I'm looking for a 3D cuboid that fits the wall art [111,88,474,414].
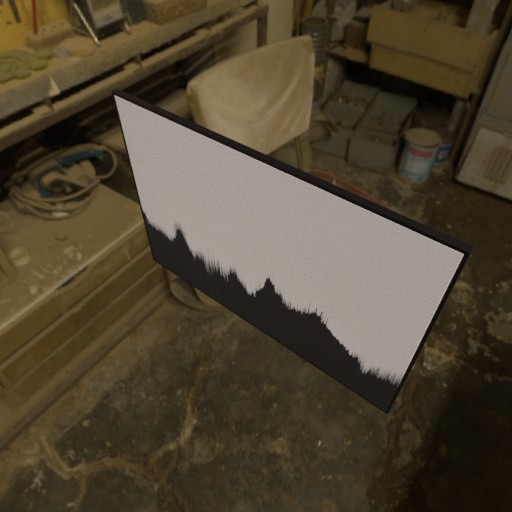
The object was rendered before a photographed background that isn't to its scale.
[{"bbox_3d":[0.000,0.000,1.214,0.957,0.660,0.019,30,54,25],"label":"wall art"}]
